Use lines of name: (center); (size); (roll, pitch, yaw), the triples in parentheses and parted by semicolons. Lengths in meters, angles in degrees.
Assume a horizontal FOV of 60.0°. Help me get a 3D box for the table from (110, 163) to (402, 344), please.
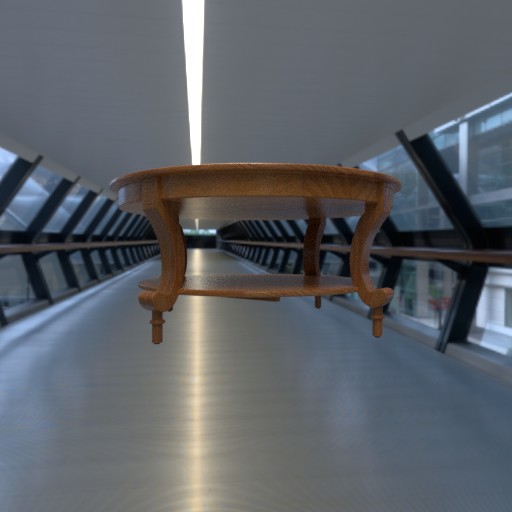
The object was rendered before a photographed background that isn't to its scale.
table: (0.000, 0.000, 1.640); (1.029, 0.490, 1.029); (0, 1, 0)
